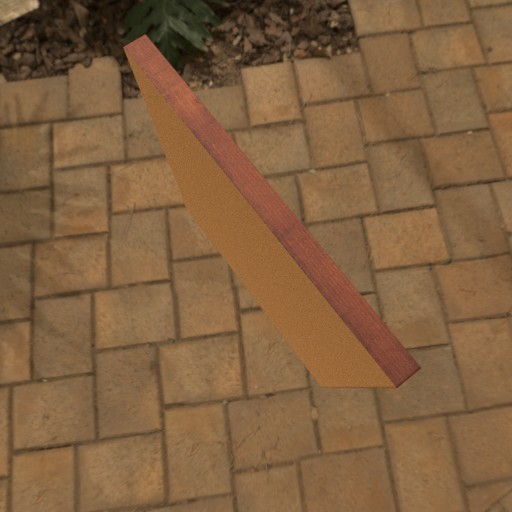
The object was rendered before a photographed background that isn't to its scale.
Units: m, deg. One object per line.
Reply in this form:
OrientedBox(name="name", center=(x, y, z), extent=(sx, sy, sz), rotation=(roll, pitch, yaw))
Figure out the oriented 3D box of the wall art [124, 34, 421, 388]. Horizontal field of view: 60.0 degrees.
OrientedBox(name="wall art", center=(0.000, 0.000, 0.816), extent=(0.037, 0.572, 0.554), rotation=(-35, 77, -10))
